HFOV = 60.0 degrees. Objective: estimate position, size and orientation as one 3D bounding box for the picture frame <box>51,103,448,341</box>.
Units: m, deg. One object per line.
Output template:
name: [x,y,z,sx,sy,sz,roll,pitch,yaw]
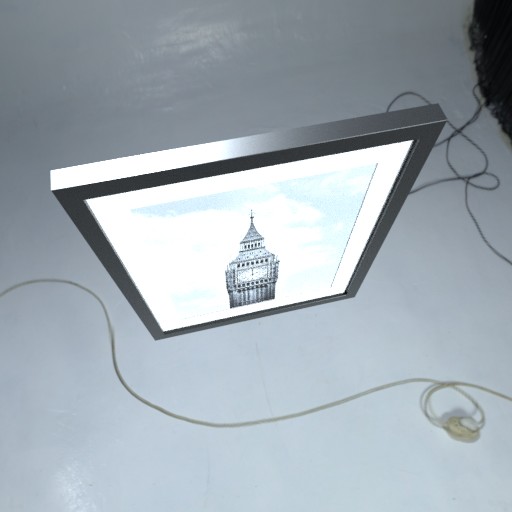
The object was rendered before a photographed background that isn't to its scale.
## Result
picture frame: [0.000,0.000,0.755,0.460,0.556,0.028,-11,63,-6]
